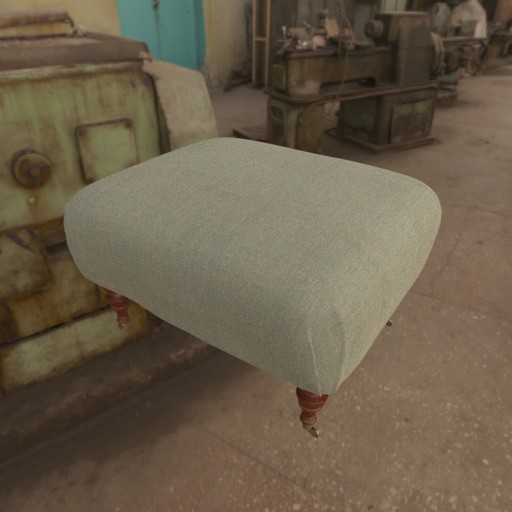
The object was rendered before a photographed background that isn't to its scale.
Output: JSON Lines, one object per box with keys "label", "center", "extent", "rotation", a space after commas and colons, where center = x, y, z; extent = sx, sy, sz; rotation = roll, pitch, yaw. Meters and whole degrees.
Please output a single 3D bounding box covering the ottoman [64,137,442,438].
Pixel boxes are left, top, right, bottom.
{"label": "ottoman", "center": [0.000, 0.000, 1.124], "extent": [0.747, 0.450, 0.622], "rotation": [20, 36, 29]}
